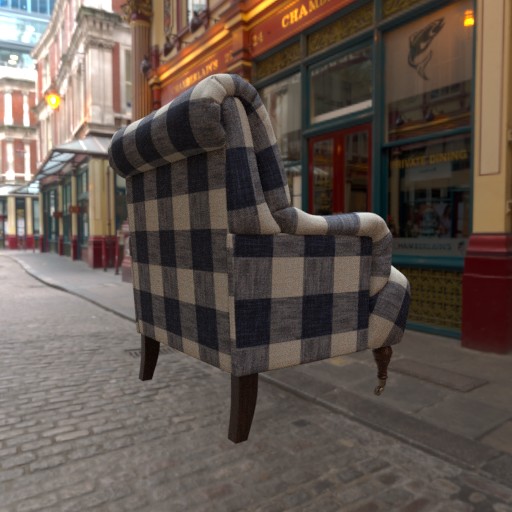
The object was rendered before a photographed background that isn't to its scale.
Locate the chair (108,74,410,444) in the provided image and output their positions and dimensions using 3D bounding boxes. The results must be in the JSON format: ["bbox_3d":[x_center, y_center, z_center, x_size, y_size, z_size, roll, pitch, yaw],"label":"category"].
[{"bbox_3d":[0.000,0.000,1.600,0.848,0.953,0.781,-1,2,-36],"label":"chair"}]
